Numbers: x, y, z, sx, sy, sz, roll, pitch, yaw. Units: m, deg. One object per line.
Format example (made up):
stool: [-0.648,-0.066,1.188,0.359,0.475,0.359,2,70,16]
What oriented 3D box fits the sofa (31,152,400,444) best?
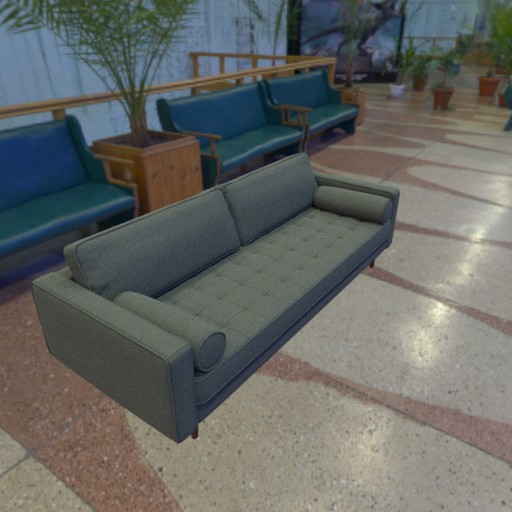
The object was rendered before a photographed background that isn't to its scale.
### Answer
sofa: [0.000,0.000,2.598,0.914,0.762,2.198,19,33,32]
